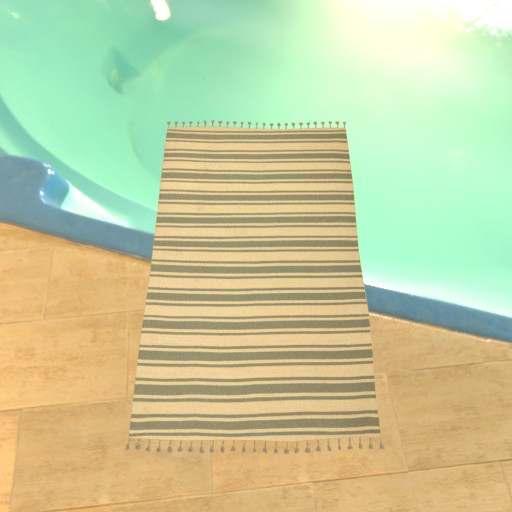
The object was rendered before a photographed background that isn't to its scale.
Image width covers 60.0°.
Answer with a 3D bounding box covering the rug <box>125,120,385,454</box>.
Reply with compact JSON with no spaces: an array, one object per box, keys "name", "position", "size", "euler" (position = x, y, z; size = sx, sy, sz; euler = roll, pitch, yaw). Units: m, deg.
[{"name":"rug","position":[0.000,0.000,2.551],"size":[1.222,0.009,2.084],"euler":[0,63,0]}]
